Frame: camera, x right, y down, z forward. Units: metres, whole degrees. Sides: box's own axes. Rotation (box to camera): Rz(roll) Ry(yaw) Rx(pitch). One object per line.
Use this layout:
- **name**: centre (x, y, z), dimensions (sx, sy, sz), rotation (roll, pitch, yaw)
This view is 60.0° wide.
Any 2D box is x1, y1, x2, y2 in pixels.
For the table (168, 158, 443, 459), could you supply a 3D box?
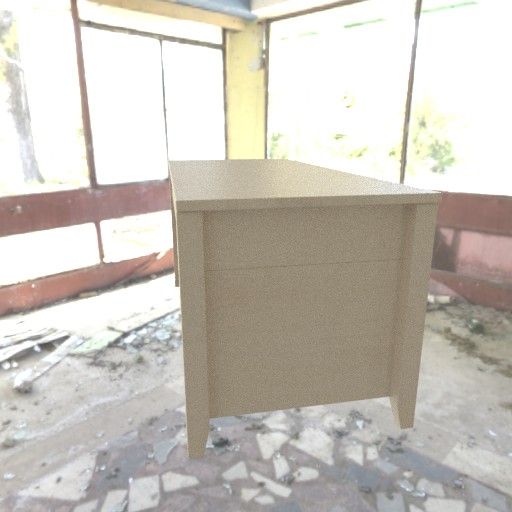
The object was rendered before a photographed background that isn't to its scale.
- **table**: centre (0.000, 0.000, 1.271), dimensions (0.457, 0.483, 1.016), rotation (-3, 16, -11)
